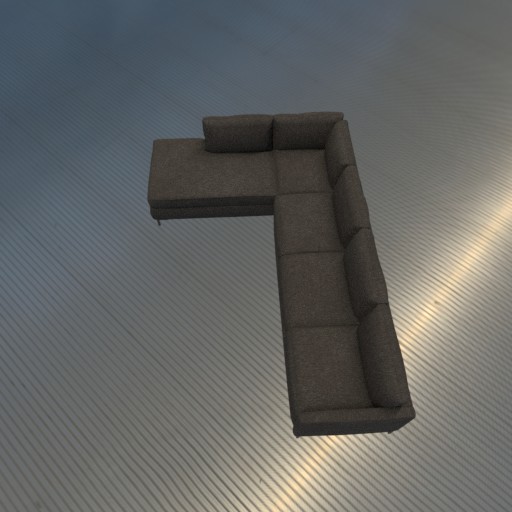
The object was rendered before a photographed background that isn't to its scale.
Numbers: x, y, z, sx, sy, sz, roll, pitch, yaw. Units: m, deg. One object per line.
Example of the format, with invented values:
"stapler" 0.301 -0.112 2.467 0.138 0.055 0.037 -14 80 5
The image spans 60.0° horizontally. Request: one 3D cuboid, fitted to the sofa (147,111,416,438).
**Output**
"sofa" 0.000 0.000 3.854 2.007 0.815 2.949 -3 58 -2
